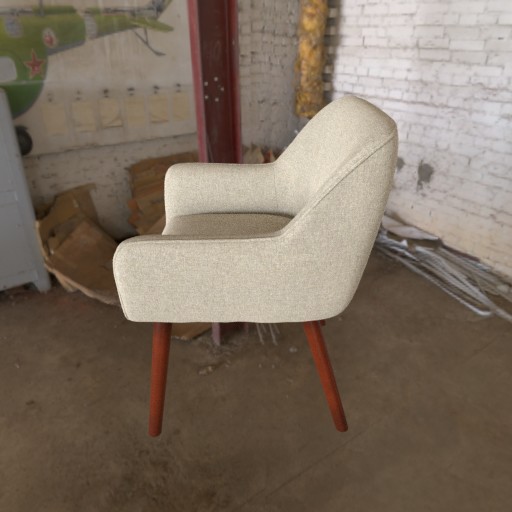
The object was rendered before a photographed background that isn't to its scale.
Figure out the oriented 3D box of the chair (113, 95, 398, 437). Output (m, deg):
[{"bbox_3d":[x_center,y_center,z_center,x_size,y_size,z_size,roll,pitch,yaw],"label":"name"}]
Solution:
[{"bbox_3d":[0.000,0.000,1.251,0.610,0.813,0.610,0,27,1],"label":"chair"}]
